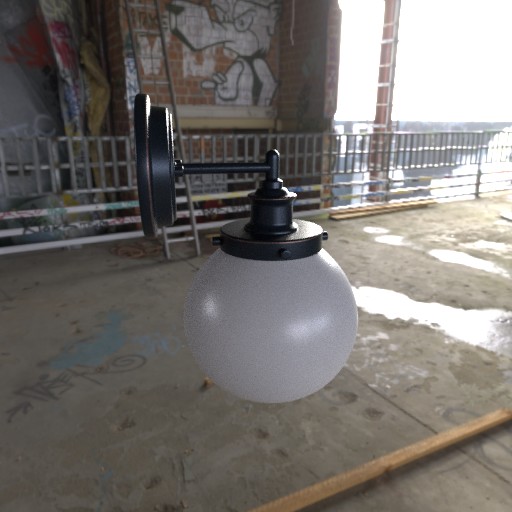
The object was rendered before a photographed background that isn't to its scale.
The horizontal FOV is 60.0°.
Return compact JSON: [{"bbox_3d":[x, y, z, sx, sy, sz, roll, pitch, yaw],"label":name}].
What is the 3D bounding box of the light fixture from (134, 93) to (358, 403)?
[{"bbox_3d":[0.000,0.000,0.486,0.230,0.332,0.197,-3,17,-10],"label":"light fixture"}]
